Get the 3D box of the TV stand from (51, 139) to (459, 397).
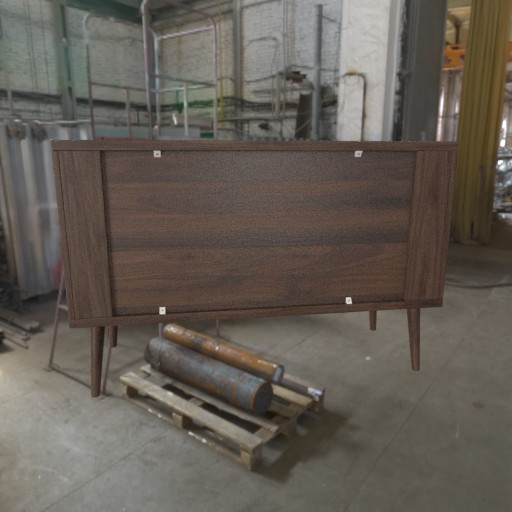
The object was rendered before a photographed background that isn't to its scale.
[{"bbox_3d":[0.000,0.000,1.330,0.990,0.660,0.405,-2,13,-9],"label":"TV stand"}]
